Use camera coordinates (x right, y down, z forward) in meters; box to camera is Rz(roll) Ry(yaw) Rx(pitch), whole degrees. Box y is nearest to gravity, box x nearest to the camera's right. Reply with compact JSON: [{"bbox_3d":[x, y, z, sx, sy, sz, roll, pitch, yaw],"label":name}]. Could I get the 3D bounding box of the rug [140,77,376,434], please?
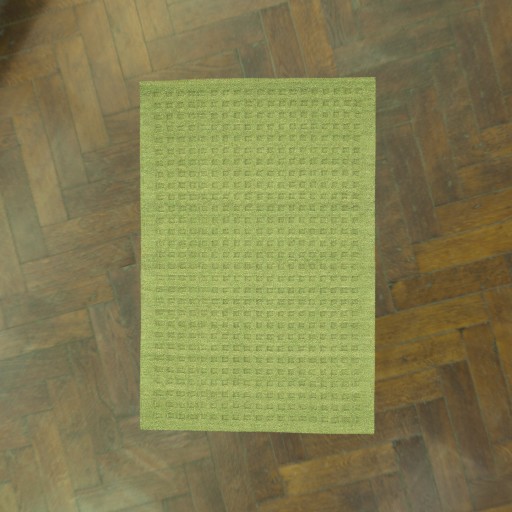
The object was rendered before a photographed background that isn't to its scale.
[{"bbox_3d":[0.000,0.000,2.876,1.529,0.007,2.297,0,91,3],"label":"rug"}]
